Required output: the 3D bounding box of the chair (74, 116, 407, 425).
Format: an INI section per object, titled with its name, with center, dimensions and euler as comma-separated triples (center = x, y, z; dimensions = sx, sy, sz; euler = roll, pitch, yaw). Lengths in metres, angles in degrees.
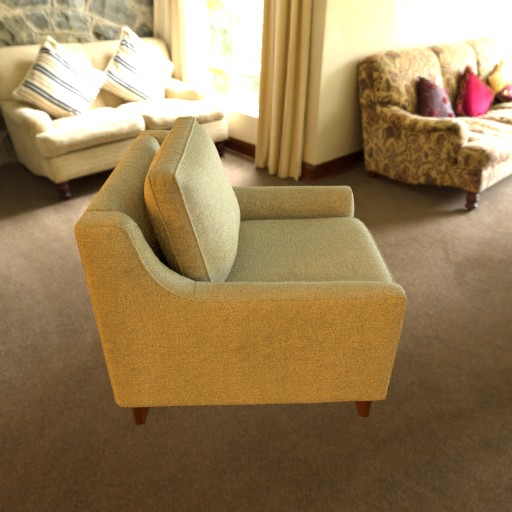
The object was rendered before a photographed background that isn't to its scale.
[chair]
center = 0.000, 0.000, 1.609
dimensions = 0.918, 0.864, 0.838
euler = -1, 32, -1
